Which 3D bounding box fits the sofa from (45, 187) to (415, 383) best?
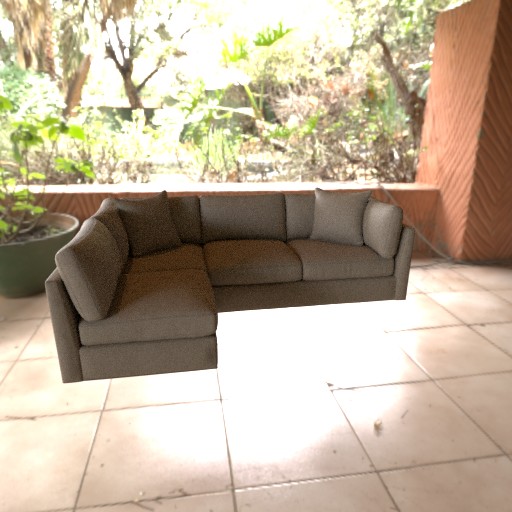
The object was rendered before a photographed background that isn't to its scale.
[{"bbox_3d":[0.000,0.000,3.833,2.896,0.978,1.994,-3,17,-10],"label":"sofa"}]
